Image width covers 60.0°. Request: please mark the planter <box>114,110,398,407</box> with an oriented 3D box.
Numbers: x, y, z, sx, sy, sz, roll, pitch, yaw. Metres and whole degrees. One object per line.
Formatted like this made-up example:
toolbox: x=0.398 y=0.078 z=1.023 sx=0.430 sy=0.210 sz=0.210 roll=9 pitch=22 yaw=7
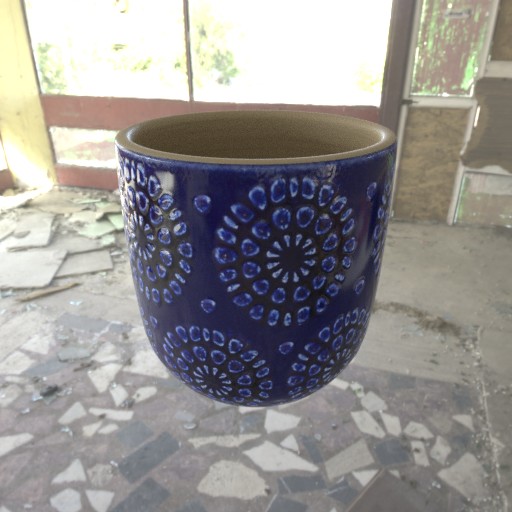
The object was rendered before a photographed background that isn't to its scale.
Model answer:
planter: x=0.000 y=0.000 z=0.199 sx=0.109 sy=0.112 sz=0.109 roll=0 pitch=26 yaw=0
